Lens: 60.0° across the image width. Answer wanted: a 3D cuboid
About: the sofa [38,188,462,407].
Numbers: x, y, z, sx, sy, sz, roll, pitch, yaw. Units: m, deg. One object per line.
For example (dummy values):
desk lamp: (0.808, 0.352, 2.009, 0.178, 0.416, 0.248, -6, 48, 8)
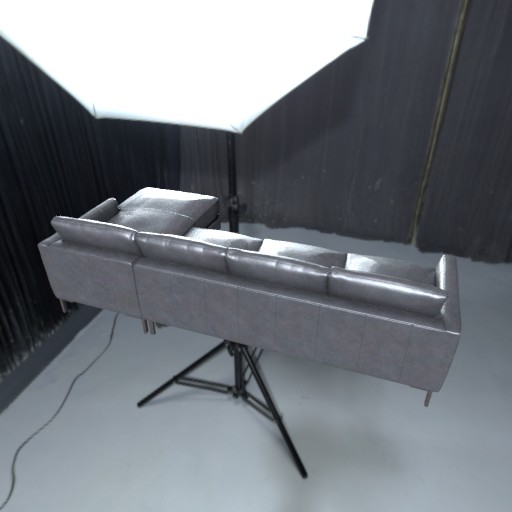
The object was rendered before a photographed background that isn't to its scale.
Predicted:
sofa: (0.000, 0.000, 3.604, 2.993, 0.859, 1.471, 11, 34, 16)
